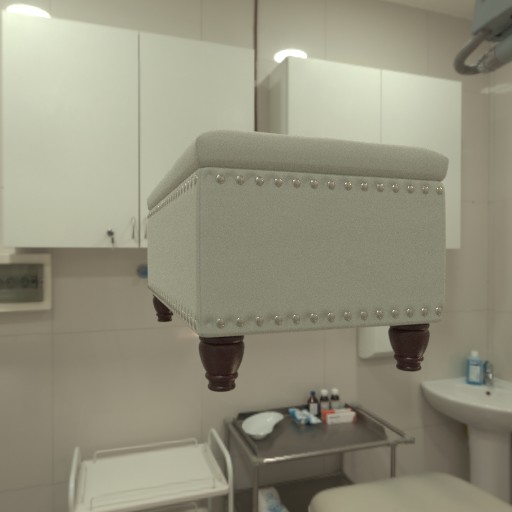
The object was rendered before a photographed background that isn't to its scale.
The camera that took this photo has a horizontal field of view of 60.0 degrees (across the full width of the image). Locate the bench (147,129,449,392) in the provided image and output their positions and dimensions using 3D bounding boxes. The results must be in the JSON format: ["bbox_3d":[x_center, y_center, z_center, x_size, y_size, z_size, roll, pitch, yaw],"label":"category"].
[{"bbox_3d":[0.000,0.000,1.201,0.500,0.449,0.887,0,1,-19],"label":"bench"}]
